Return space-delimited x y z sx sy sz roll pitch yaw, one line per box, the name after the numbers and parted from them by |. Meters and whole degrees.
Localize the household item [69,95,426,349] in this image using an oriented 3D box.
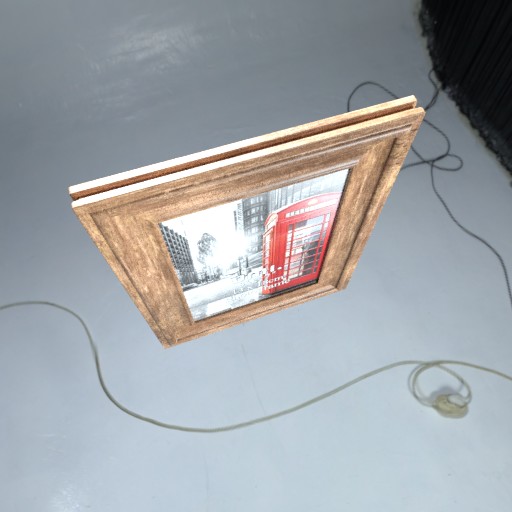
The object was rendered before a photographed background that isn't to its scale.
0.000 0.000 0.328 0.186 0.237 0.018 -17 64 -9 | household item
